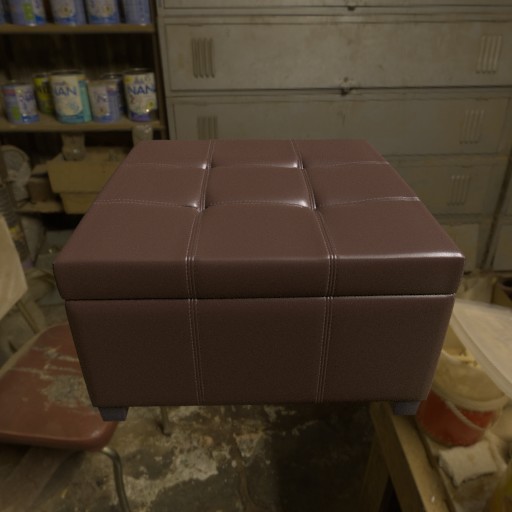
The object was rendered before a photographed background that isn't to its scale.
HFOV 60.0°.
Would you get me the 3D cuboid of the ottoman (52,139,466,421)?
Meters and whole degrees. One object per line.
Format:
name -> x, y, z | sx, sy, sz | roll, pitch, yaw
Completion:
ottoman -> 0.000, 0.000, 1.257 | 0.788, 0.460, 0.787 | -1, 31, -1
